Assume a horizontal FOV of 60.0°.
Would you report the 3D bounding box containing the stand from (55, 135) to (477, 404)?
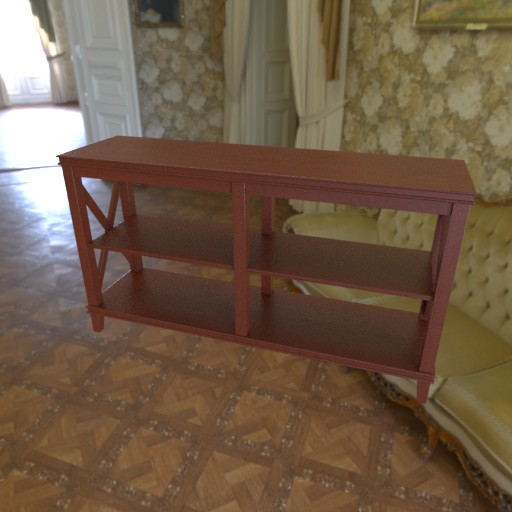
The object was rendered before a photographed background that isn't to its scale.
[{"bbox_3d":[0.000,0.000,1.706,1.372,0.762,0.381,8,27,16],"label":"stand"}]
